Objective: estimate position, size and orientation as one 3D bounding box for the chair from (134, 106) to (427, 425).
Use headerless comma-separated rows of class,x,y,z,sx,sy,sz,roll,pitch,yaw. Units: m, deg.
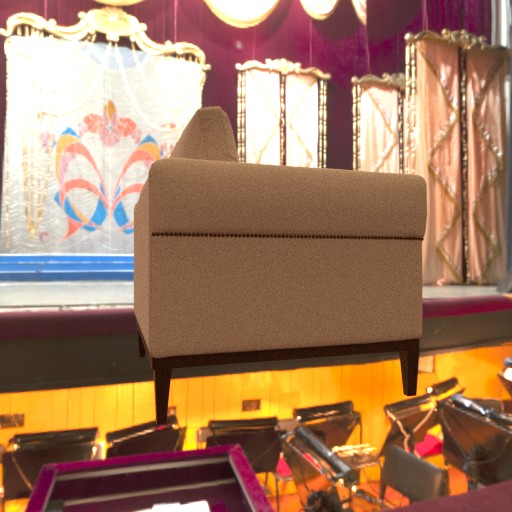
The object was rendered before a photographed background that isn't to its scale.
chair,0.000,0.000,1.749,0.896,0.915,0.982,0,0,-18
